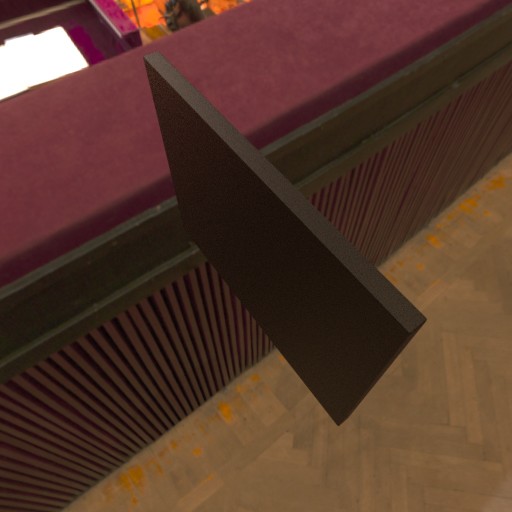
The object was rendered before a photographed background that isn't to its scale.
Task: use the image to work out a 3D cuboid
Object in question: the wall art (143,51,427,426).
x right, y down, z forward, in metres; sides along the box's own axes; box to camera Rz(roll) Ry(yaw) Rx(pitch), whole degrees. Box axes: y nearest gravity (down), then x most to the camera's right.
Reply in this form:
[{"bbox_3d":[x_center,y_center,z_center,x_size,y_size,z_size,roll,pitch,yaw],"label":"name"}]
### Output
[{"bbox_3d":[0.000,0.000,0.757,0.031,0.457,0.558,-32,63,-18],"label":"wall art"}]
